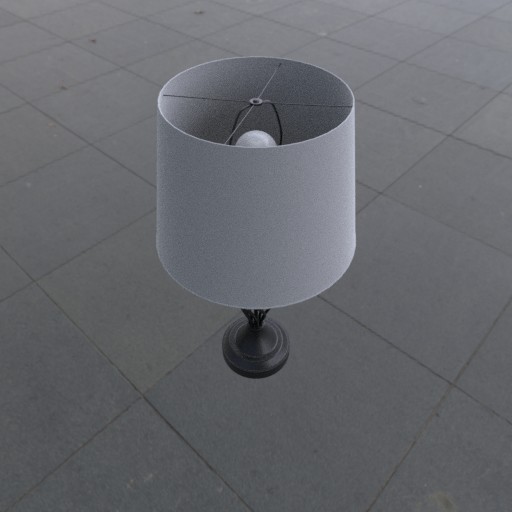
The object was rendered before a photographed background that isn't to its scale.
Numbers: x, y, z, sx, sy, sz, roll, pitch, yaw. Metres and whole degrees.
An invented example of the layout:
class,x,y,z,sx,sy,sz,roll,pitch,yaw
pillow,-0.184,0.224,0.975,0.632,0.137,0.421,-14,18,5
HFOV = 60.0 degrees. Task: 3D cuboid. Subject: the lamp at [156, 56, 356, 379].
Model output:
class,x,y,z,sx,sy,sz,roll,pitch,yaw
lamp,0.000,0.000,0.785,0.331,0.594,0.331,0,45,0
